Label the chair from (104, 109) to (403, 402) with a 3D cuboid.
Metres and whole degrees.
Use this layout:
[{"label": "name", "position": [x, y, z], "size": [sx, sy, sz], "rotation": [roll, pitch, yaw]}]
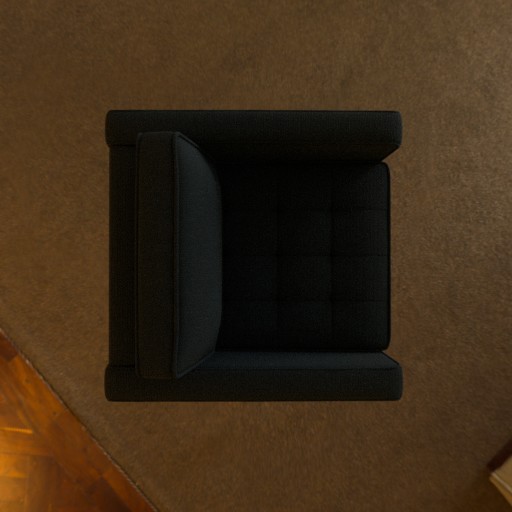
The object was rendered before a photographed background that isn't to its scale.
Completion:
[{"label": "chair", "position": [0.000, 0.000, 1.533], "size": [0.920, 0.770, 0.899], "rotation": [0, 90, -1]}]
